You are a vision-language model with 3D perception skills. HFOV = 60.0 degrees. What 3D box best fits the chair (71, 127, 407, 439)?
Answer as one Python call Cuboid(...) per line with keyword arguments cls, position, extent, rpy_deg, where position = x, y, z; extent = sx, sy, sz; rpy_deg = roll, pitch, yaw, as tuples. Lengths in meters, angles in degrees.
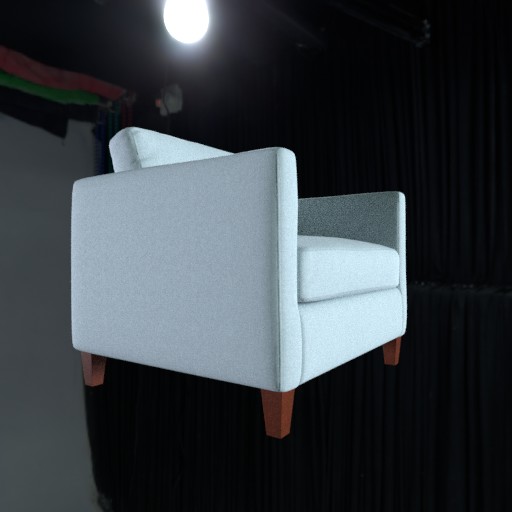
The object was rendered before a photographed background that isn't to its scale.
Cuboid(cls="chair", position=(0.000, 0.000, 1.813), extent=(0.953, 0.961, 1.107), rpy_deg=(0, 0, 35))
